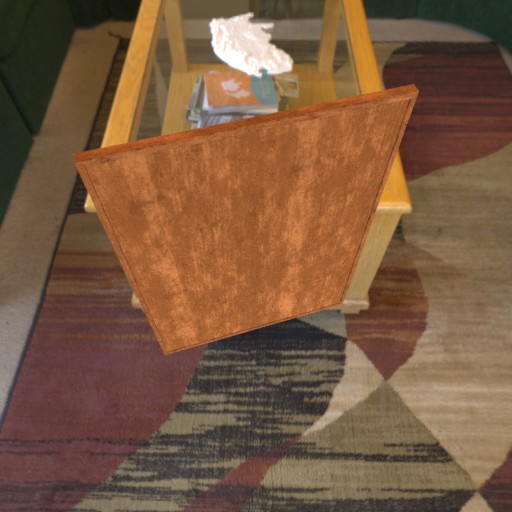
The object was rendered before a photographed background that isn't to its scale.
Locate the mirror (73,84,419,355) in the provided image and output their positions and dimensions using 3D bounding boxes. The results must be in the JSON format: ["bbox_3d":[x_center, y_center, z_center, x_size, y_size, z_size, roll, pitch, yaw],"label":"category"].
[{"bbox_3d":[0.000,0.000,1.443,0.796,1.099,0.028,-15,58,-9],"label":"mirror"}]
